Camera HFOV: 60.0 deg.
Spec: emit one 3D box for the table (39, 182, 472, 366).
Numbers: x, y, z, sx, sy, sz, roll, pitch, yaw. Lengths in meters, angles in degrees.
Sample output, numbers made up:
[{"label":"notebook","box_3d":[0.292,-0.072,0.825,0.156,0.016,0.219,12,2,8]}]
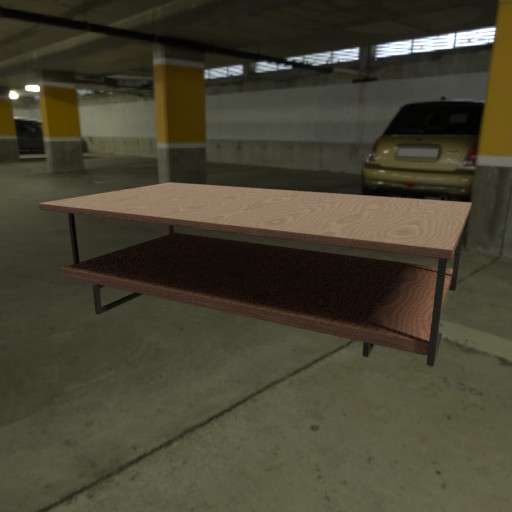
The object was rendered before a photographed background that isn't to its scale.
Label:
[{"label":"table","box_3d":[0.000,0.000,1.440,1.197,0.347,0.651,8,18,27]}]
